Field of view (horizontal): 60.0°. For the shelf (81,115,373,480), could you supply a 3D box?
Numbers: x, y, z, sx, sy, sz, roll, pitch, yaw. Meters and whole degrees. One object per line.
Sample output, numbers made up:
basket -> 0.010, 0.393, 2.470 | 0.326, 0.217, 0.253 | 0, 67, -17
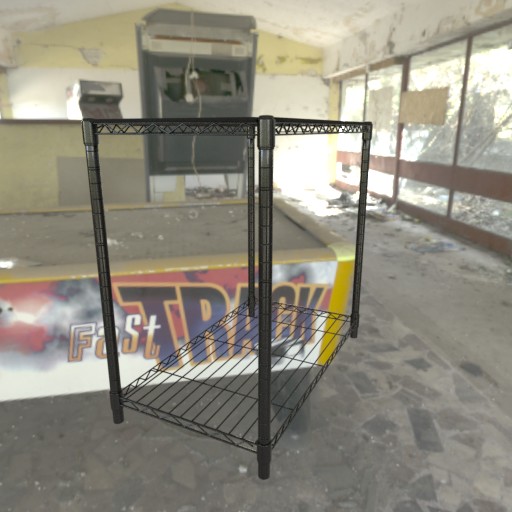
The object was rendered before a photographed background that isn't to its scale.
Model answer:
shelf -> 0.000, 0.000, 0.960 | 0.338, 0.564, 0.589 | 8, 18, 26
